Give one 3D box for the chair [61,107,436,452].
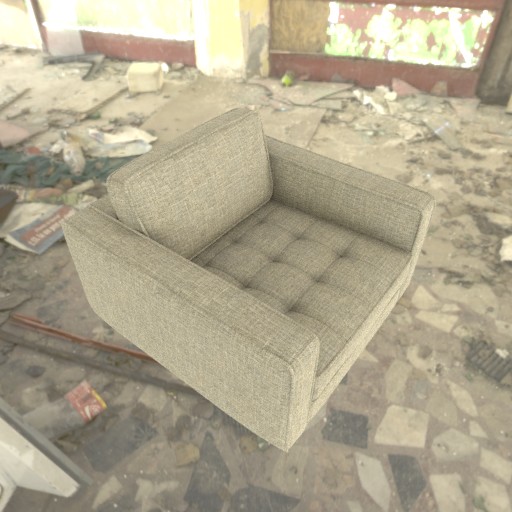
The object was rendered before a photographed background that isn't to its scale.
[{"bbox_3d":[0.000,0.000,1.569,0.914,0.765,0.889,27,48,27],"label":"chair"}]
